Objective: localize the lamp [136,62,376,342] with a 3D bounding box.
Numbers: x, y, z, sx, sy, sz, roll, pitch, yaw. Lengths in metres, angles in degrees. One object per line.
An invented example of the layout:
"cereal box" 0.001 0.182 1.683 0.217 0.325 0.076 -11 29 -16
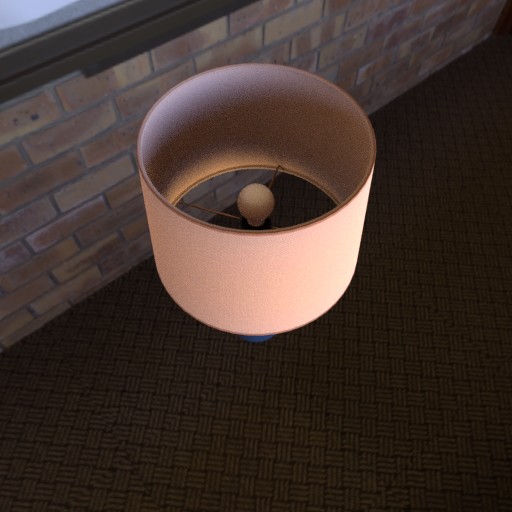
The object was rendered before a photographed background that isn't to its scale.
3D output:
"lamp" 0.000 0.000 0.853 0.367 0.609 0.367 0 58 0
